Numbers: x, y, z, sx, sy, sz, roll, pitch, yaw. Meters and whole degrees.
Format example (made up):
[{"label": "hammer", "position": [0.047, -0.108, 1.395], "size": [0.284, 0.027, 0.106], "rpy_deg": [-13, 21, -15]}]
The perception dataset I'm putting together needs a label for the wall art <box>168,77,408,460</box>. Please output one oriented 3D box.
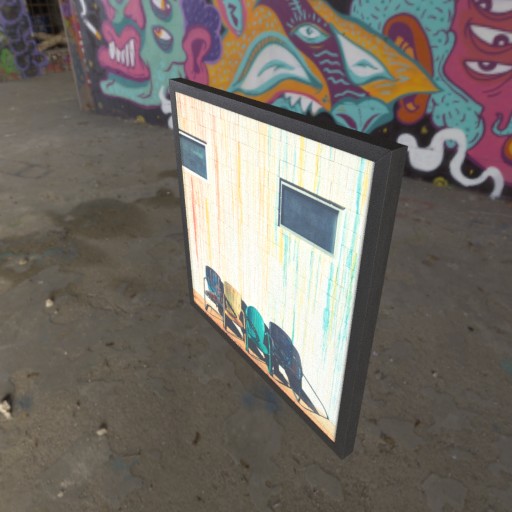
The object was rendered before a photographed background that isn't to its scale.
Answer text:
[{"label": "wall art", "position": [0.000, 0.000, 1.145], "size": [0.039, 0.763, 0.763], "rpy_deg": [-20, 37, -30]}]
